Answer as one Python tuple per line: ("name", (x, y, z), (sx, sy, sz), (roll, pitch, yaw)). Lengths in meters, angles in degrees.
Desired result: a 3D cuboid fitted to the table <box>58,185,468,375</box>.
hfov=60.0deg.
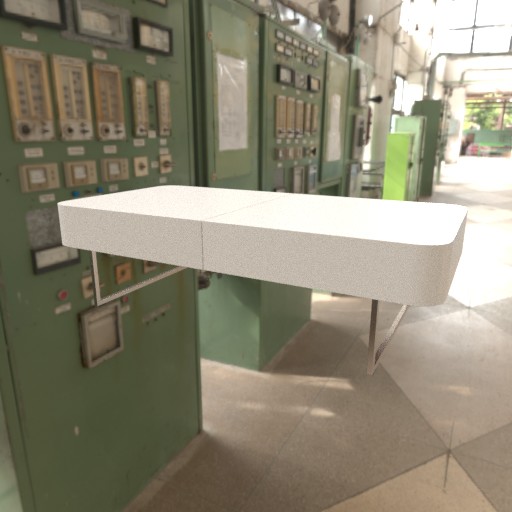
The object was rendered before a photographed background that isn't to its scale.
("table", (0.000, 0.000, 1.457), (1.200, 0.340, 0.600), (8, 18, 27))
